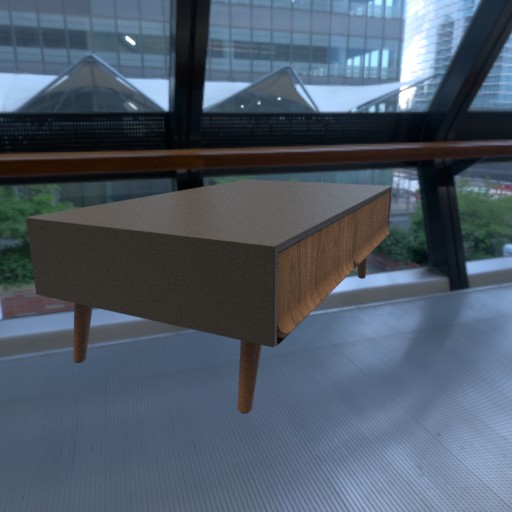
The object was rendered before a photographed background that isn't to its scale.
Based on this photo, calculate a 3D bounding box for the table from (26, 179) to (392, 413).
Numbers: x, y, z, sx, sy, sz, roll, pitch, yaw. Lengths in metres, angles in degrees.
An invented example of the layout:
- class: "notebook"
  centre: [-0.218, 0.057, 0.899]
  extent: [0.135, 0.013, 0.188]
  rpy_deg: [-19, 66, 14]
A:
- class: "table"
  centre: [0.000, 0.000, 1.540]
  extent: [0.703, 0.404, 1.201]
  rpy_deg: [7, 17, 26]
